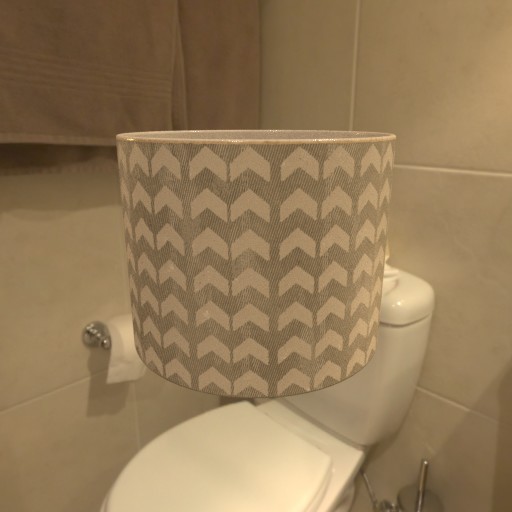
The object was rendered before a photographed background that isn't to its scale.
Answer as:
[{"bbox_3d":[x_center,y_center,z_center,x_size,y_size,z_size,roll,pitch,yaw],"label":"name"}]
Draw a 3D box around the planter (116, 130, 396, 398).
[{"bbox_3d":[0.000,0.000,0.448,0.250,0.239,0.250,0,17,0],"label":"planter"}]
